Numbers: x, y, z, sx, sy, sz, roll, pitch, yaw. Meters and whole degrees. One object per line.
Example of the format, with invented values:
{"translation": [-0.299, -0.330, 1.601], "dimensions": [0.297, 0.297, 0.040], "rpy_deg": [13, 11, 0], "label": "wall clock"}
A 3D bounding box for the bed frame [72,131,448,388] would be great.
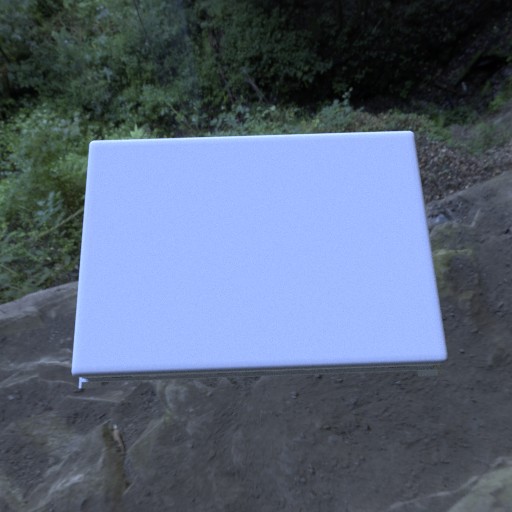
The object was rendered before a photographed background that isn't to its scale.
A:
{"translation": [0.000, 0.000, 2.645], "dimensions": [1.945, 0.497, 1.445], "rpy_deg": [-2, 74, -1], "label": "bed frame"}
